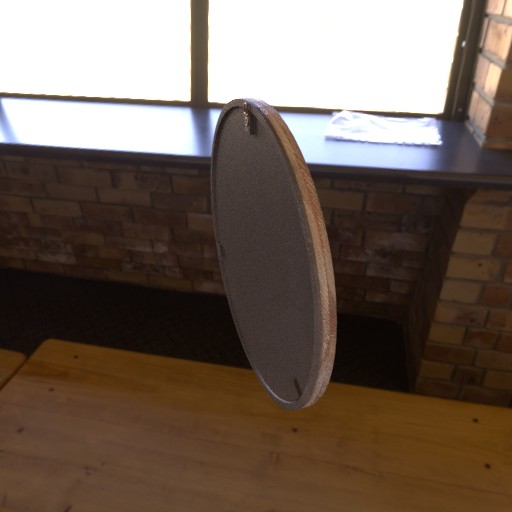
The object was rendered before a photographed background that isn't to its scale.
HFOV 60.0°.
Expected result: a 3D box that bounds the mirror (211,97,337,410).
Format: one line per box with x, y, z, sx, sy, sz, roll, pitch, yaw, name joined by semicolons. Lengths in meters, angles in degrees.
0.000;0.000;1.053;0.038;0.710;0.710;-11;33;-17;mirror
